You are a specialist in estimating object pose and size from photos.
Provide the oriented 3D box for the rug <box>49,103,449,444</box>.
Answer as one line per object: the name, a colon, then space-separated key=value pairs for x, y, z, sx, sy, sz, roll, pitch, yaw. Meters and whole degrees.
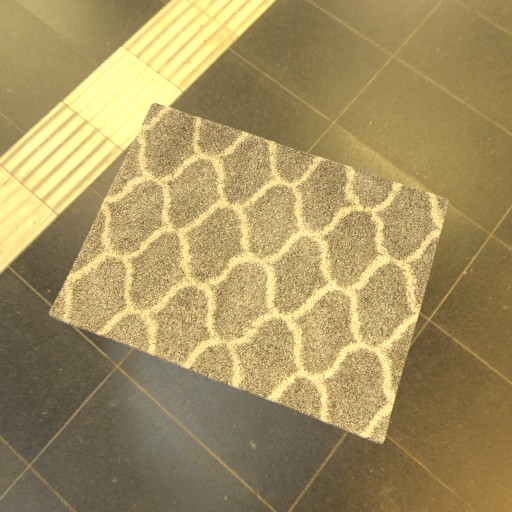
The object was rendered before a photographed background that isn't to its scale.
rug: x=0.000 y=0.000 z=2.116 sx=1.600 sy=0.025 sz=1.200 roll=20 pitch=76 yaw=5
